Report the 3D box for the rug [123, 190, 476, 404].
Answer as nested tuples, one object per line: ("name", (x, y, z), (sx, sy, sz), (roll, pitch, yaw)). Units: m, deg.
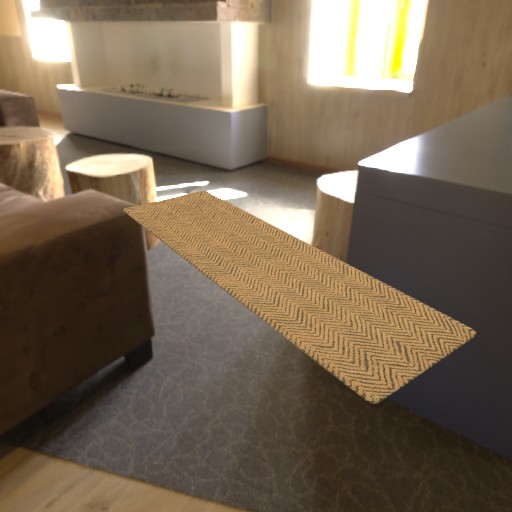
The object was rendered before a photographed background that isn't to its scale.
("rug", (0.000, 0.000, 2.534), (0.686, 0.008, 2.286), (-19, 33, -32))
